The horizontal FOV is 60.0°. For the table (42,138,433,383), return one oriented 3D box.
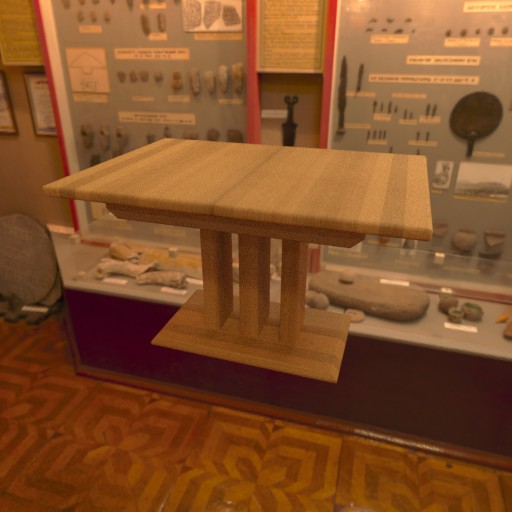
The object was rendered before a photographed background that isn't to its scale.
[{"bbox_3d":[0.000,0.000,1.931,1.300,0.770,0.900,8,27,16],"label":"table"}]
